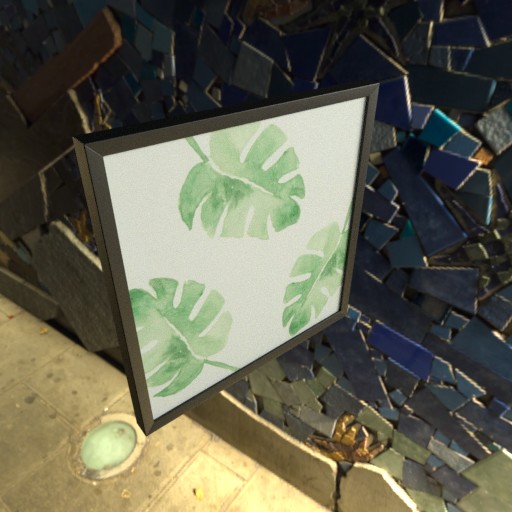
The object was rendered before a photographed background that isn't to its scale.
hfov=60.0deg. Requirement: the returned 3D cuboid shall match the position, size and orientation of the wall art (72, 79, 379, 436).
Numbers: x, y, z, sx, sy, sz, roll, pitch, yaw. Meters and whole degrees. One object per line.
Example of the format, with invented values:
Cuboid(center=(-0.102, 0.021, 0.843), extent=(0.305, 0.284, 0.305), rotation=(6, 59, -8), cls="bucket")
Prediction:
Cuboid(center=(0.000, 0.000, 0.761), extent=(0.508, 0.508, 0.036), rotation=(-23, 39, -32), cls="wall art")
